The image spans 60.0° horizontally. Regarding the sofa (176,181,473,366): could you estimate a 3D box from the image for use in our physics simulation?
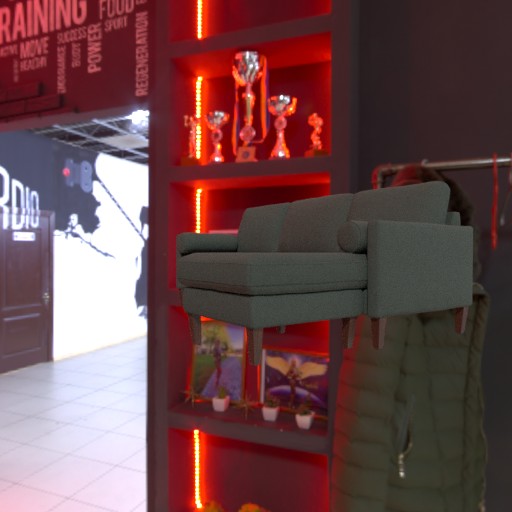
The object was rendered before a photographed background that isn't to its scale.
[{"bbox_3d":[0.000,0.000,2.963,1.506,0.876,2.178,0,1,-35],"label":"sofa"}]
